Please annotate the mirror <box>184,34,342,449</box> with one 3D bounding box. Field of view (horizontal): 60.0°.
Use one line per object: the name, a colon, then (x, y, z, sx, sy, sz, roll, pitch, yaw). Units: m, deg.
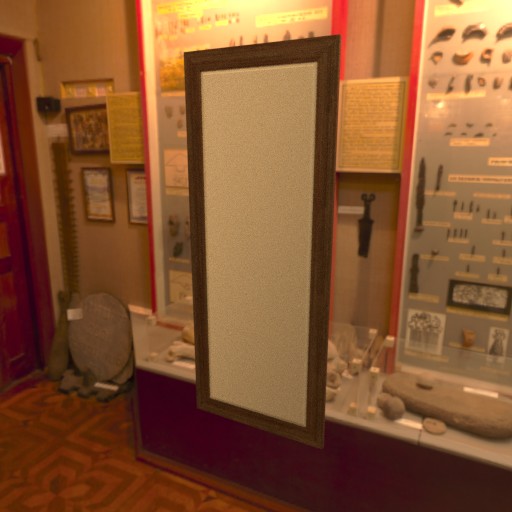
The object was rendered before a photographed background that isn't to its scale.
mirror: (0.000, 0.000, 2.314, 0.812, 2.032, 0.025, 7, 16, 27)
